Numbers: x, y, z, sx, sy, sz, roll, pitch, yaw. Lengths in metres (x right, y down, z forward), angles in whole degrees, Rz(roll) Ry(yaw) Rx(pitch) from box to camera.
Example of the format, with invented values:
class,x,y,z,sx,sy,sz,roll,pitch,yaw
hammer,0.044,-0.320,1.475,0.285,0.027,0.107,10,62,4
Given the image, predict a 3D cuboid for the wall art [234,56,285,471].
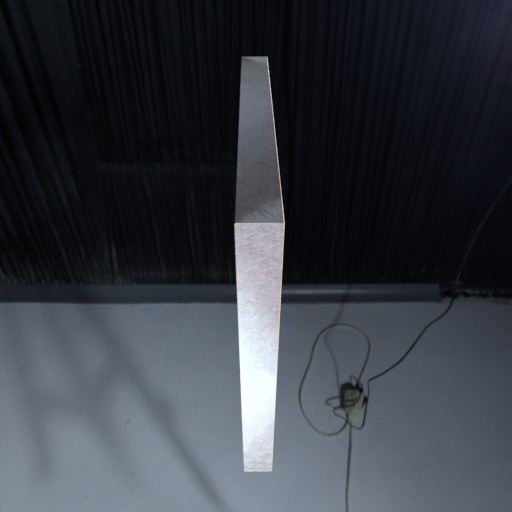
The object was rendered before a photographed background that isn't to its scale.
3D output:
class,x,y,z,sx,sy,sz,roll,pitch,yaw
wall art,0.000,0.000,0.457,0.028,0.303,0.303,0,40,-1
